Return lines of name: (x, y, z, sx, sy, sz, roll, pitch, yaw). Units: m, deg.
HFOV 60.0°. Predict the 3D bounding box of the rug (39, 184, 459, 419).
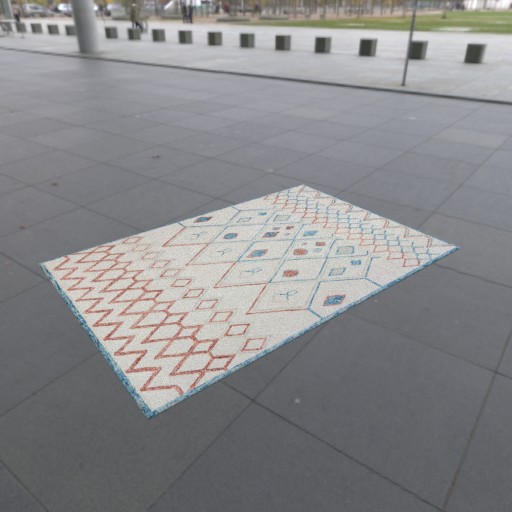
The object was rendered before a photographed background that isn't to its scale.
rug: (0.000, 0.000, 2.307, 1.829, 0.016, 1.219, -21, 36, -32)
